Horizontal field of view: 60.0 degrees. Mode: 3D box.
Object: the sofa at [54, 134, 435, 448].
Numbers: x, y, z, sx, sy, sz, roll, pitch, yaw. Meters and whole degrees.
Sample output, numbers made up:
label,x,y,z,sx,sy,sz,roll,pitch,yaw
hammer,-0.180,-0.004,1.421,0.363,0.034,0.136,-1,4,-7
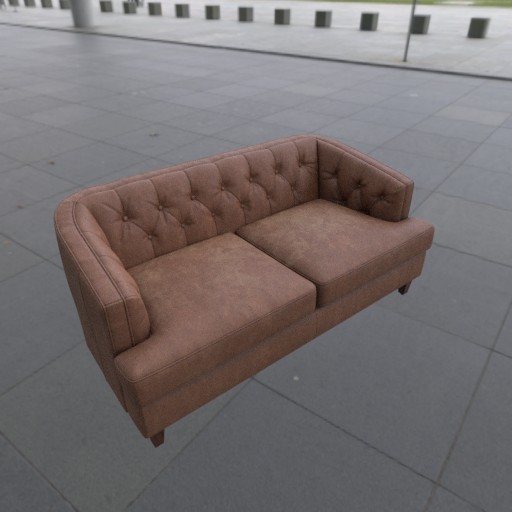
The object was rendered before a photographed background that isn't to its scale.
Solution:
label,x,y,z,sx,sy,sz,roll,pitch,yaw
sofa,0.000,0.000,2.236,1.755,0.786,0.914,-23,39,-32
